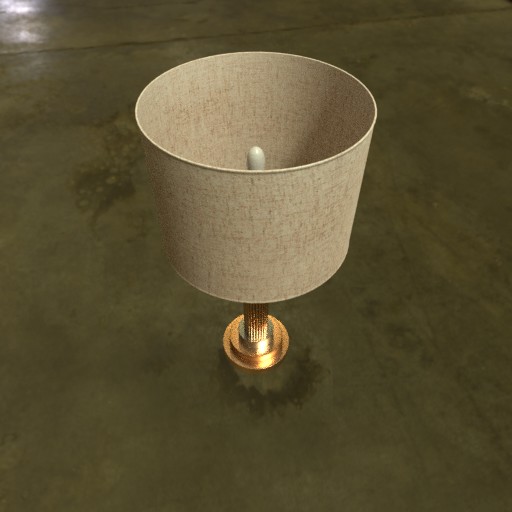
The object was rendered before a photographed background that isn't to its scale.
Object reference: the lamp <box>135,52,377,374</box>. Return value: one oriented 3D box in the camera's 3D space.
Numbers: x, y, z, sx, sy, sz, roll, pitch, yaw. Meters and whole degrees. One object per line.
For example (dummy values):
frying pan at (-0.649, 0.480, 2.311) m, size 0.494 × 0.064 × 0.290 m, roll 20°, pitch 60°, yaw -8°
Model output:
lamp at (0.000, 0.000, 0.820) m, size 0.321 × 0.610 × 0.321 m, roll 24°, pitch 51°, yaw 21°
